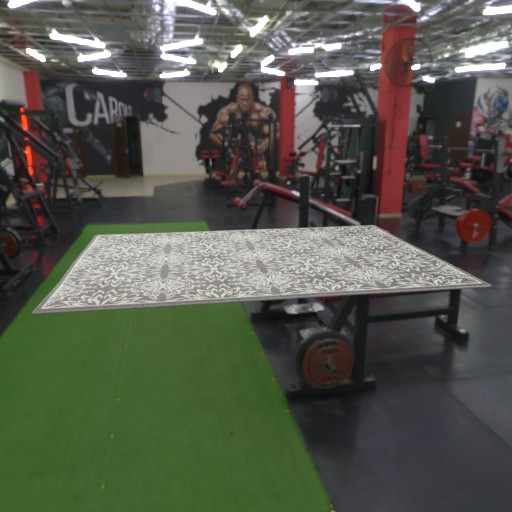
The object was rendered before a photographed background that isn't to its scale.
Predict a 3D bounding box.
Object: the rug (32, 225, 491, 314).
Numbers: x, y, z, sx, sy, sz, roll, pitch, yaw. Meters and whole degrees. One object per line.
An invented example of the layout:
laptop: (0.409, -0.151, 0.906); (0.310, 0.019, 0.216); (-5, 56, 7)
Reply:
rug: (0.000, 0.000, 2.331); (1.847, 0.012, 1.224); (-3, 16, -9)
